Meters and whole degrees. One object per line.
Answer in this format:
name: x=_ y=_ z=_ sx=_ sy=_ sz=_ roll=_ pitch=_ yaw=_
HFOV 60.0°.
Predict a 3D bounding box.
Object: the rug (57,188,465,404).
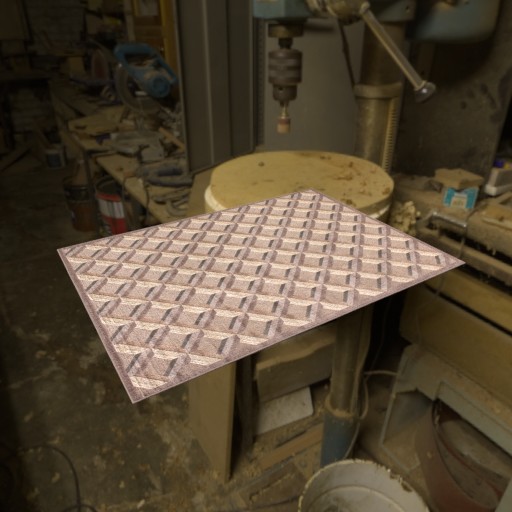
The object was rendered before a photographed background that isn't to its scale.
rug: x=0.000 y=0.000 z=4.395 sx=3.294 sy=0.018 sz=2.382 roll=-17 pitch=33 yaw=-28
